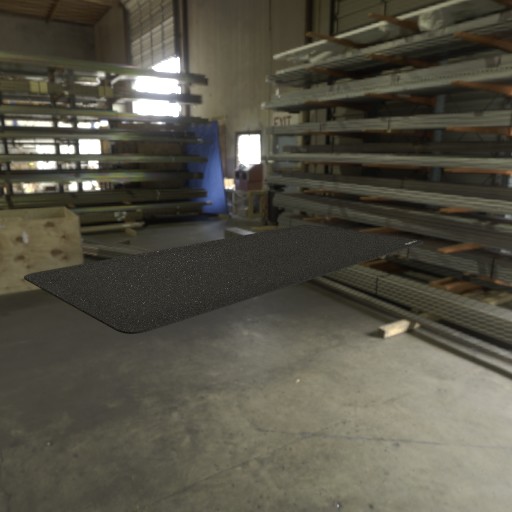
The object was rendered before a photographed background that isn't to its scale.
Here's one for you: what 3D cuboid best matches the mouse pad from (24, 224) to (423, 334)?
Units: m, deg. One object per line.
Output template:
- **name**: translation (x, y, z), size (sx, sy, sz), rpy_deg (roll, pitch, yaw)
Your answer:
- **mouse pad**: translation (0.000, 0.000, 1.046), size (0.424, 0.003, 0.907), rpy_deg (13, 18, 43)
